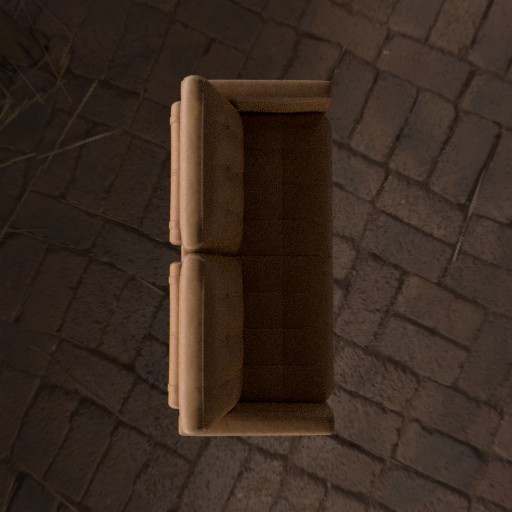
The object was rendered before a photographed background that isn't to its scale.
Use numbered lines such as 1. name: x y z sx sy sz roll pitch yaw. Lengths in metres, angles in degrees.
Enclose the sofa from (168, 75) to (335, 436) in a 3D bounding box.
1. sofa: 0.000 0.000 2.358 0.850 0.898 1.821 0 88 -1
